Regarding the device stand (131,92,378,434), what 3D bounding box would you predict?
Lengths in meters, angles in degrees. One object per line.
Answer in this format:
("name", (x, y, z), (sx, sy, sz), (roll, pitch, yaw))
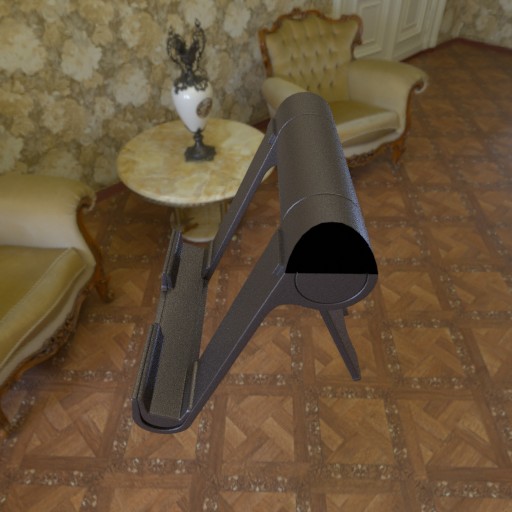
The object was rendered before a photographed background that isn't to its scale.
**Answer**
("device stand", (0.000, 0.000, 0.155), (0.079, 0.084, 0.088), (0, 41, 0))
